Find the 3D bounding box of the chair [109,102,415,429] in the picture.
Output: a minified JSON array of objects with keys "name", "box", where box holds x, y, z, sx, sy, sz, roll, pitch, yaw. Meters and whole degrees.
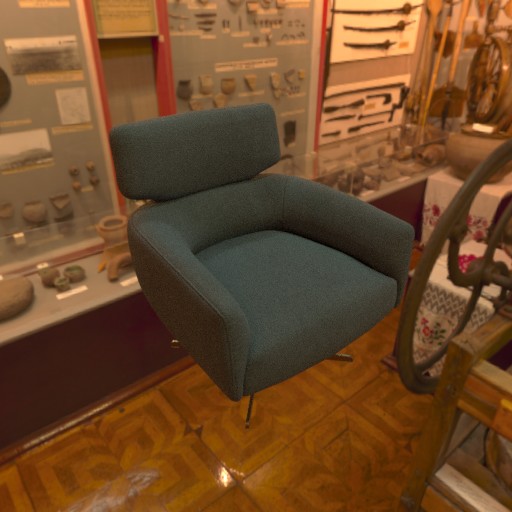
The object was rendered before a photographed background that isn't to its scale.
[{"name":"chair","box":[0.000,0.000,1.449,0.738,0.813,0.761,-21,36,-32]}]
